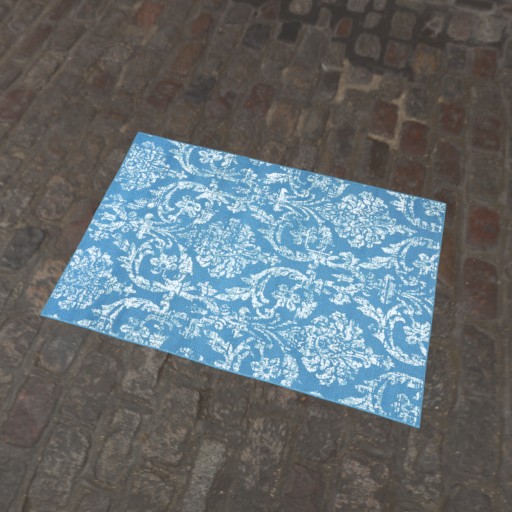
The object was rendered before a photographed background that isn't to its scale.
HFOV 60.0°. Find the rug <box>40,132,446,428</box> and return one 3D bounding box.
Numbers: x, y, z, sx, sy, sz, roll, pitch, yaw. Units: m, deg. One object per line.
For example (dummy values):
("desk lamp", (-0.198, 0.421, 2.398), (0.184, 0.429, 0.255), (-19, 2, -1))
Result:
("rug", (0.000, 0.000, 2.298), (1.833, 0.012, 1.211), (15, 64, 7))
